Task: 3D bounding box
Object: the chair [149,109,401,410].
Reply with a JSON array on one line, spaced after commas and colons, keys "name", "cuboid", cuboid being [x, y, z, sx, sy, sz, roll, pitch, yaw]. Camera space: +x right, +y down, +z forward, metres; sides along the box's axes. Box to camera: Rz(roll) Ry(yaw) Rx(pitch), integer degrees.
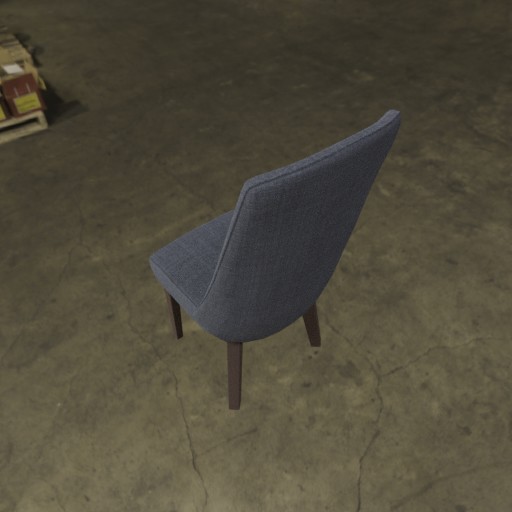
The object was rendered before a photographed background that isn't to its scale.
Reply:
[{"name": "chair", "cuboid": [0.000, 0.000, 1.349, 0.510, 1.050, 0.577, -31, 53, -26]}]
